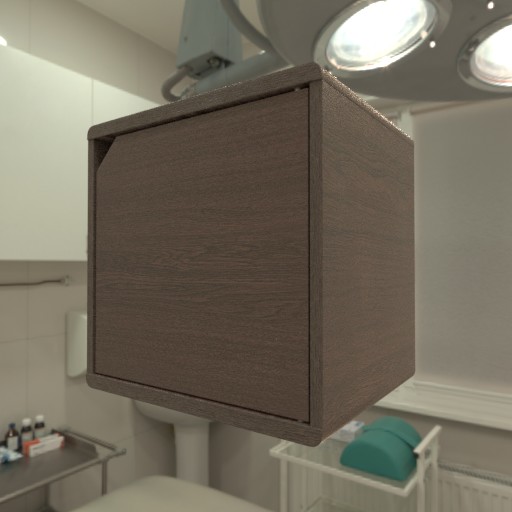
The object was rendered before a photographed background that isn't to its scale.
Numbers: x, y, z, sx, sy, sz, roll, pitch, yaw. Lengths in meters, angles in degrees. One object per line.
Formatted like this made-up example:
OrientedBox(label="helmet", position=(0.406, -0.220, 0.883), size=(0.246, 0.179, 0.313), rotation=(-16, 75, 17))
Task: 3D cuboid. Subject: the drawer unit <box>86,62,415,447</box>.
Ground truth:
OrientedBox(label="drawer unit", position=(0.000, 0.000, 0.605), size=(0.344, 0.344, 0.290), rotation=(-1, -1, 35))
